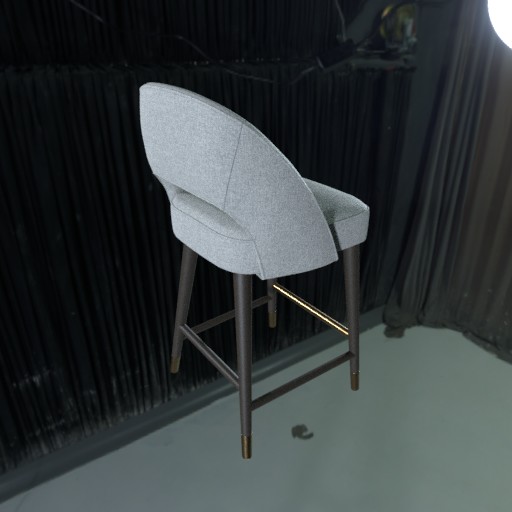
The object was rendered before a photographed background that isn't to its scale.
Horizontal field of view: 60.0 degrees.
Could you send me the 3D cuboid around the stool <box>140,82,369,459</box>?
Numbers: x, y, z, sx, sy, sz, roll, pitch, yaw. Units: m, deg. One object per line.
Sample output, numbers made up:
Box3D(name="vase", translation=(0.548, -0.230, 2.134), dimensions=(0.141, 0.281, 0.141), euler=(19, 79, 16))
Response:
Box3D(name="stool", translation=(0.000, 0.000, 1.251), dimensions=(0.509, 0.940, 0.494), euler=(-19, 32, -32))
